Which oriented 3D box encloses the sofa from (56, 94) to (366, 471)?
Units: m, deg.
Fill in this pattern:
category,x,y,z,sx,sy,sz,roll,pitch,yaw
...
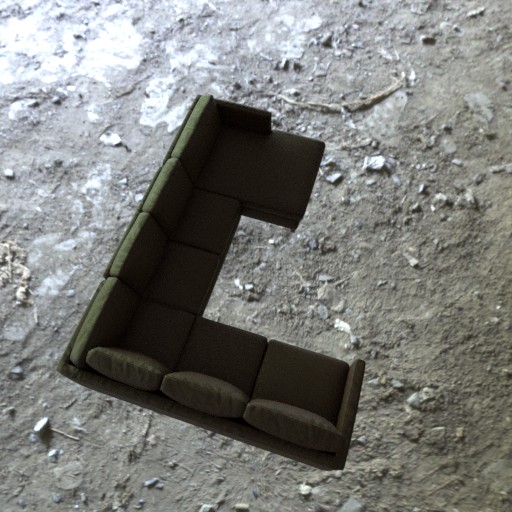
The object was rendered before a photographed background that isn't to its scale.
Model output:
category,x,y,z,sx,sy,sz,roll,pitch,yaw
sofa,0.000,0.000,4.607,2.593,0.923,3.460,16,65,8
